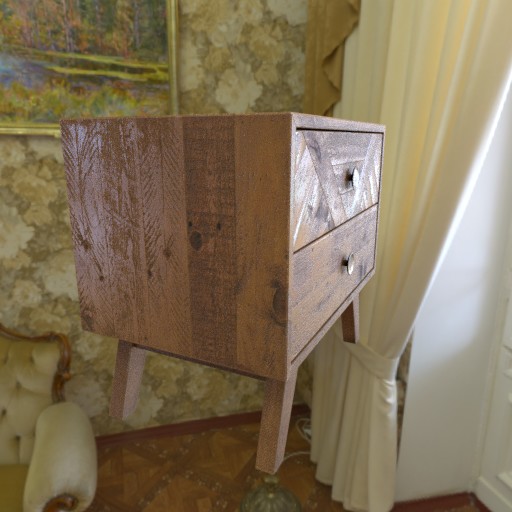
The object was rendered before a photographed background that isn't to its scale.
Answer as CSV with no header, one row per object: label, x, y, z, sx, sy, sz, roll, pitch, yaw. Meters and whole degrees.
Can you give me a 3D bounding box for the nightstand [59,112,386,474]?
nightstand,0.000,0.000,1.036,0.450,0.599,0.650,7,17,26
